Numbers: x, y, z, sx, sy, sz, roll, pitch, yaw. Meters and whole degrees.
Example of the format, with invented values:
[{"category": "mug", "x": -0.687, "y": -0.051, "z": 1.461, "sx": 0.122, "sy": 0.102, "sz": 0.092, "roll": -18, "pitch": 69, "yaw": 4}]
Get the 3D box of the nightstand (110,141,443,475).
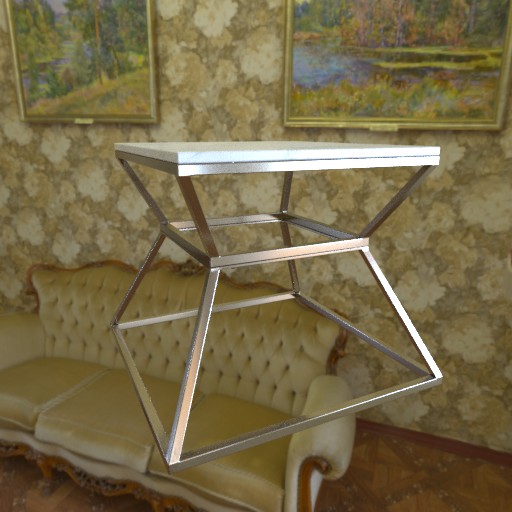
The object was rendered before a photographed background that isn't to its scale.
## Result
[{"category": "nightstand", "x": 0.000, "y": 0.000, "z": 0.875, "sx": 0.514, "sy": 0.426, "sz": 0.513, "roll": -8, "pitch": 17, "yaw": -25}]
